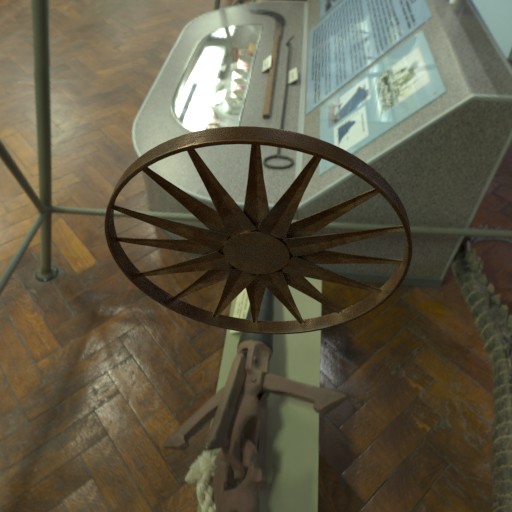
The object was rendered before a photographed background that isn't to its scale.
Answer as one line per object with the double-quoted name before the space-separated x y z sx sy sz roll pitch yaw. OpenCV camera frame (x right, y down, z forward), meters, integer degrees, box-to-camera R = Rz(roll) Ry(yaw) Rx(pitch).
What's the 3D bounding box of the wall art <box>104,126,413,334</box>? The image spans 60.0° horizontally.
"wall art" 0.000 0.000 0.874 0.582 0.583 0.084 4 47 4
